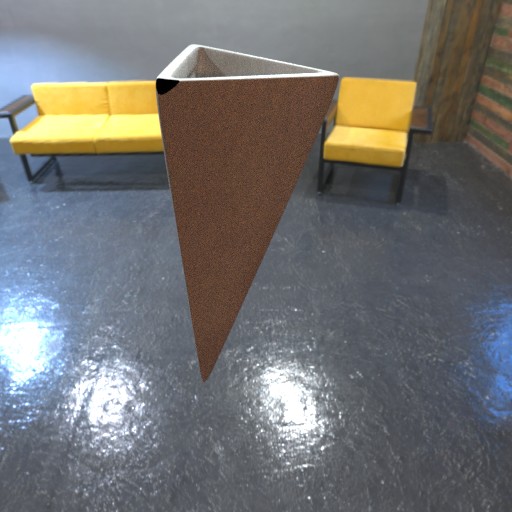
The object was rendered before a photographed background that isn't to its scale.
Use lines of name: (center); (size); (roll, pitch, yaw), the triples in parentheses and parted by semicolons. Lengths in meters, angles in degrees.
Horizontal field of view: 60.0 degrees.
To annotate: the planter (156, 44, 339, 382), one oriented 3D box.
planter: (0.000, 0.000, 0.157); (0.047, 0.130, 0.058); (0, 33, 1)
